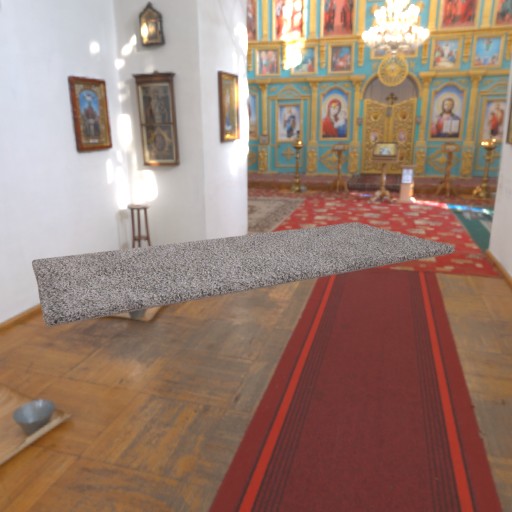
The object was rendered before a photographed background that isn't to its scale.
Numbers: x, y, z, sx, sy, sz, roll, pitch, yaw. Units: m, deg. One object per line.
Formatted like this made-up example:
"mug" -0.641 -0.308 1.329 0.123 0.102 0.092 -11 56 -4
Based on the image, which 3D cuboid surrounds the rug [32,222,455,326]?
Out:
"rug" 0.000 0.000 1.706 1.524 0.030 0.609 -8 17 -28
